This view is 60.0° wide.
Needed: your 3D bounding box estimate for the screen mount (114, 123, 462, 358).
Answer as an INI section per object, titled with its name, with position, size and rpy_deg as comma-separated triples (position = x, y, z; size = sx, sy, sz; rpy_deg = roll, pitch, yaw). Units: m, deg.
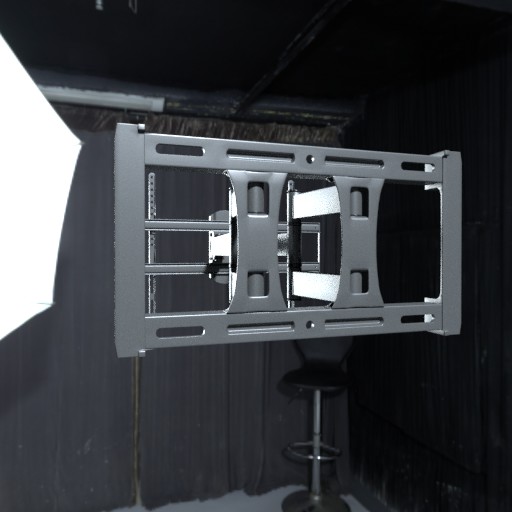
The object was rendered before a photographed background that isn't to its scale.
[screen mount]
position = 0.000, 0.000, 1.086
size = 0.661, 0.491, 0.644
rpy_deg = 0, 0, -18
